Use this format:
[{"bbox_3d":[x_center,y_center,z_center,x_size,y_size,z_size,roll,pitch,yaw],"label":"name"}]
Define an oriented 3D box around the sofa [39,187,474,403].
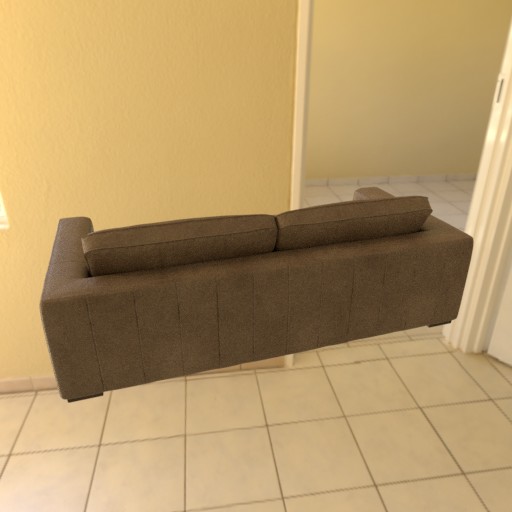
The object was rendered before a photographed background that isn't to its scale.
[{"bbox_3d":[0.000,0.000,2.681,2.262,0.801,1.070,-8,27,-16],"label":"sofa"}]
